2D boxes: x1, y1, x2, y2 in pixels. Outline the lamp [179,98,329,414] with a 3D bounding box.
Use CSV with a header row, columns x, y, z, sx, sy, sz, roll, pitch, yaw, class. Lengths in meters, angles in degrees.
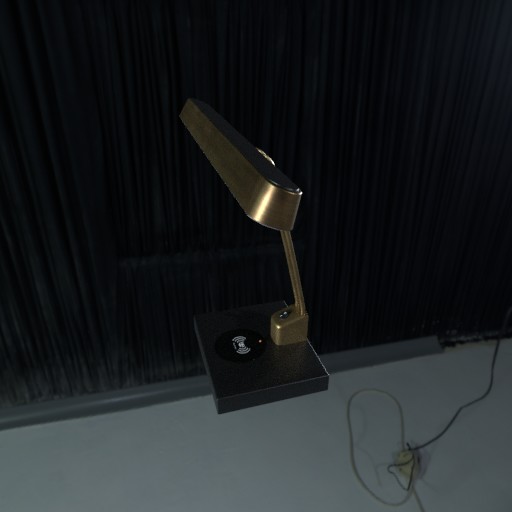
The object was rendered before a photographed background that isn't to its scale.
x,y,z,sx,sy,sz,roll,pitch,yaw,class
0.000,0.000,0.585,0.156,0.345,0.412,-8,30,-14,lamp
